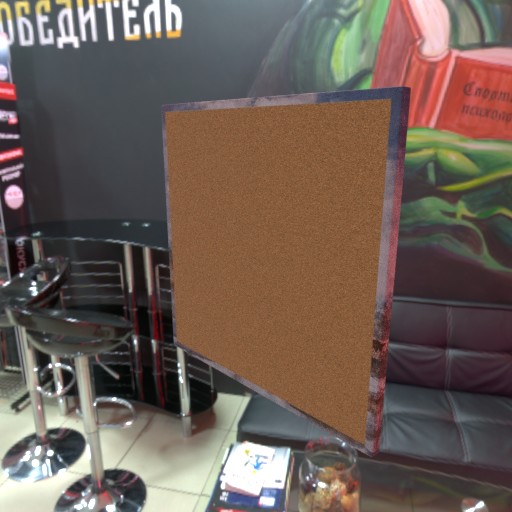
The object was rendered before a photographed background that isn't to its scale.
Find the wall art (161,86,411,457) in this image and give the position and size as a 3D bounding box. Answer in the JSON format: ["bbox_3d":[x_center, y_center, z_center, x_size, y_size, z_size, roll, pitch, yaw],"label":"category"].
[{"bbox_3d":[0.000,0.000,1.517,0.040,1.020,1.010,-15,21,-43],"label":"wall art"}]
